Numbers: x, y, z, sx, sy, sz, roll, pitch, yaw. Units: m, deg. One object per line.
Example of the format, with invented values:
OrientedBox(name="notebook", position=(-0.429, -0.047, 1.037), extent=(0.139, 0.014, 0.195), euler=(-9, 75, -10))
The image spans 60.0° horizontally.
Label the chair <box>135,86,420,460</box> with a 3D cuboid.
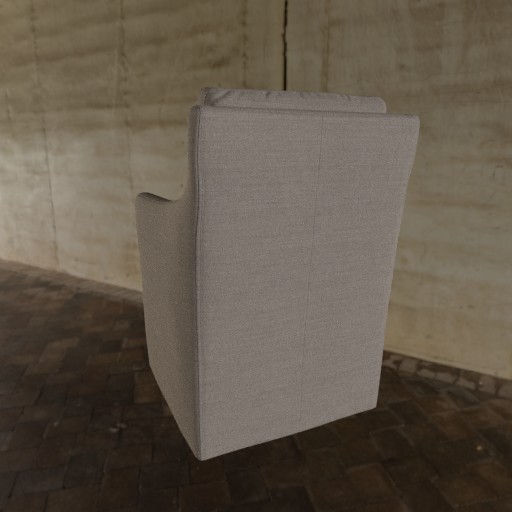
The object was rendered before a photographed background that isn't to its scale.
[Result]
OrientedBox(name="chair", position=(0.000, 0.000, 1.365), extent=(0.626, 0.914, 0.694), euler=(-6, 15, -25))
